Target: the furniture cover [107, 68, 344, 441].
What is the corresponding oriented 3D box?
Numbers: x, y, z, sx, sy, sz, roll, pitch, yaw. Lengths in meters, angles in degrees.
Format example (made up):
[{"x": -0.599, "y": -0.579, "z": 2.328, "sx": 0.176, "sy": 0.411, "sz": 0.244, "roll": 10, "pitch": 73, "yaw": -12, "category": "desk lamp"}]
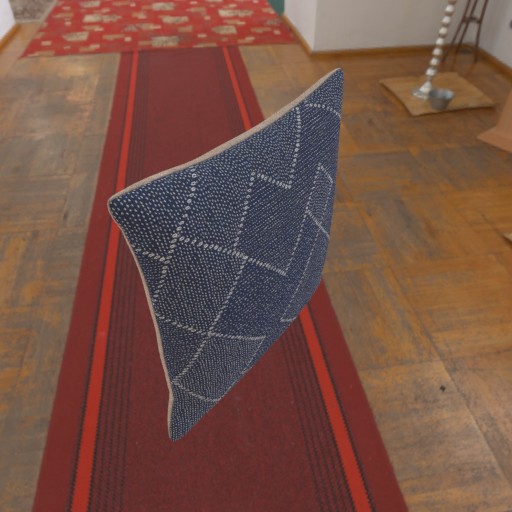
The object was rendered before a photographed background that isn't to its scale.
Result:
[{"x": 0.000, "y": 0.000, "z": 0.768, "sx": 0.162, "sy": 0.503, "sz": 0.511, "roll": 26, "pitch": 47, "yaw": 26, "category": "furniture cover"}]
